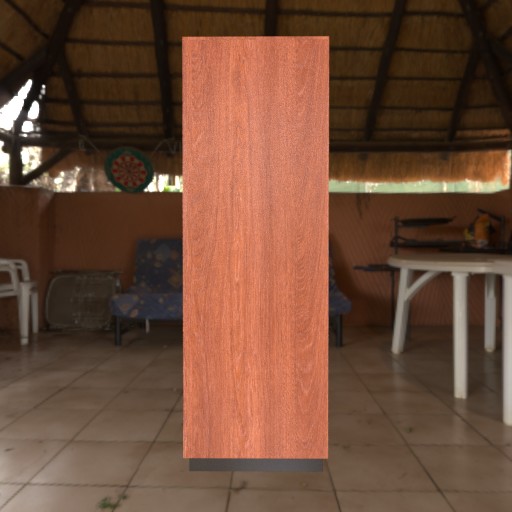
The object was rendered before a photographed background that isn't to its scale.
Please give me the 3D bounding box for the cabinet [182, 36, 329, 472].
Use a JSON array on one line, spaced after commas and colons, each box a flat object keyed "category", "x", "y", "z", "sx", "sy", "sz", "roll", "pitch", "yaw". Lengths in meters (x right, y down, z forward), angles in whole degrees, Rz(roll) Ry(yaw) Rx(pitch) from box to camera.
[{"category": "cabinet", "x": 0.000, "y": 0.000, "z": 2.219, "sx": 0.660, "sy": 1.980, "sz": 0.420, "roll": 0, "pitch": 1, "yaw": 0}]
